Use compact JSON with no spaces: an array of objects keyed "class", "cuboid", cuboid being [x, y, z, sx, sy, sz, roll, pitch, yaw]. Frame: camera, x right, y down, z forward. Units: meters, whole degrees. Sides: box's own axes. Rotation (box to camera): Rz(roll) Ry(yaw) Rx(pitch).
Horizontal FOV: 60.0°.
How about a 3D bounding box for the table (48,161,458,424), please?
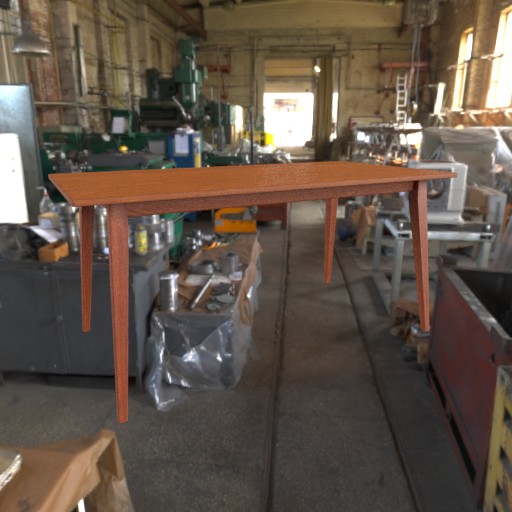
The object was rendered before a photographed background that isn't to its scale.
[{"class":"table","cuboid":[0.000,0.000,2.052,1.609,0.755,0.811,-9,18,-27]}]
